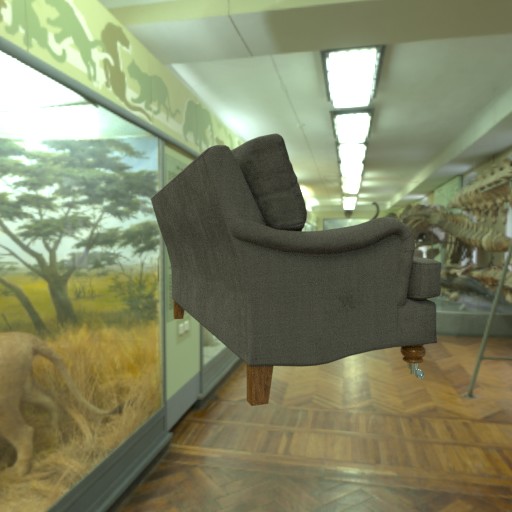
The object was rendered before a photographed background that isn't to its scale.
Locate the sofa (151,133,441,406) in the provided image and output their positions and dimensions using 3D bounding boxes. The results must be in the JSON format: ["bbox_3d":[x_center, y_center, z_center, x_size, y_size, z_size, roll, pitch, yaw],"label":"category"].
[{"bbox_3d":[0.000,0.000,2.785,1.086,1.087,2.165,-1,2,-19],"label":"sofa"}]
